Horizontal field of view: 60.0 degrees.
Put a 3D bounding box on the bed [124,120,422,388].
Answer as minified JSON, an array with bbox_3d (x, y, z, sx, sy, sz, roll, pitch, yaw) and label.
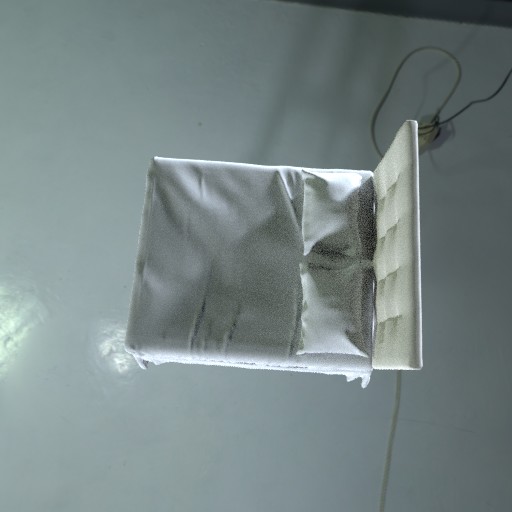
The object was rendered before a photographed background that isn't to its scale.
[{"bbox_3d":[0.000,0.000,3.531,2.222,1.577,1.936,4,76,1],"label":"bed"}]
